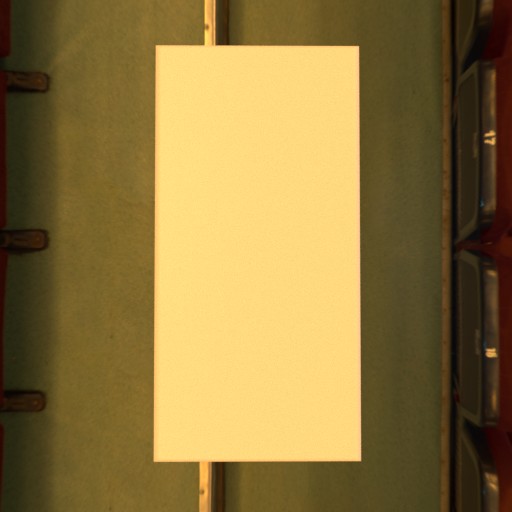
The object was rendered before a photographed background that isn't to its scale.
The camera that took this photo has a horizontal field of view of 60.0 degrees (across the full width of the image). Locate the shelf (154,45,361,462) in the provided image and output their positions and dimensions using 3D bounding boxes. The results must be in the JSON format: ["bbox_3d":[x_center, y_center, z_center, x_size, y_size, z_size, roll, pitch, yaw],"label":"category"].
[{"bbox_3d":[0.000,0.000,1.235,0.390,0.786,0.790,0,89,0],"label":"shelf"}]
